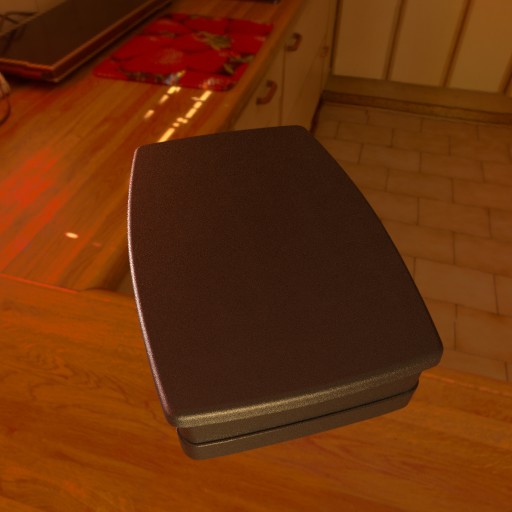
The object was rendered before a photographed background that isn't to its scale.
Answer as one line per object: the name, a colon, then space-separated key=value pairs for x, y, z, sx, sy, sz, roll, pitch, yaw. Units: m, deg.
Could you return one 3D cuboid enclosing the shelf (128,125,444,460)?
shelf: x=0.000 y=0.000 z=0.524 sx=0.280 sy=0.100 sz=0.410 roll=-10 pitch=47 yaw=-10
